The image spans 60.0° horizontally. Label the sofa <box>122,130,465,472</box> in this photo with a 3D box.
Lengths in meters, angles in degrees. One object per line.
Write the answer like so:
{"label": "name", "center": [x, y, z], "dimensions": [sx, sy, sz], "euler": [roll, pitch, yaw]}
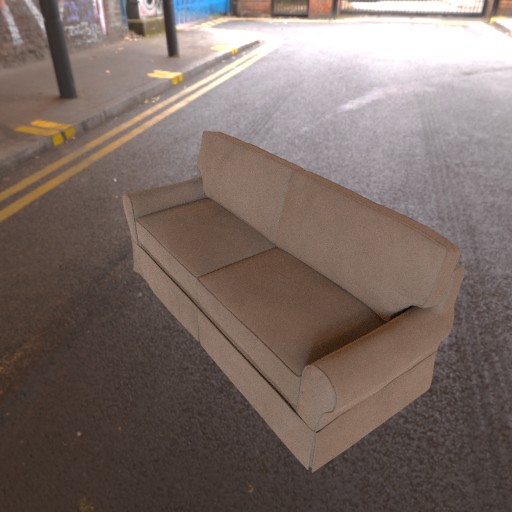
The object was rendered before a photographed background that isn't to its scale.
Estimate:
{"label": "sofa", "center": [0.000, 0.000, 2.714], "dimensions": [0.900, 1.014, 2.246], "euler": [-21, 38, -29]}
